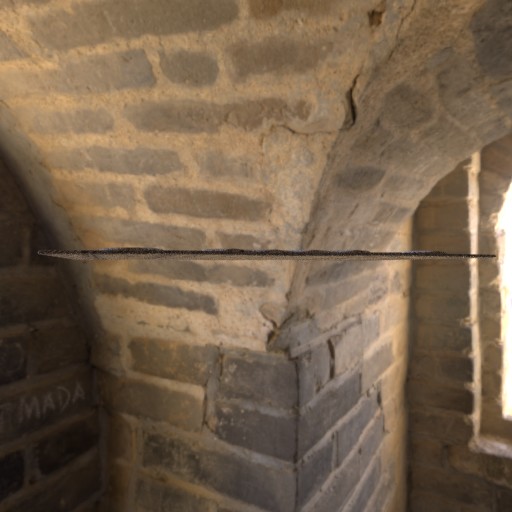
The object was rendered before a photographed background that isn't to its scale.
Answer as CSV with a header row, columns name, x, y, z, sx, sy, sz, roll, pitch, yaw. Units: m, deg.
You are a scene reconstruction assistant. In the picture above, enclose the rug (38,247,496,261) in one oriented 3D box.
name,x,y,z,sx,sy,sz,roll,pitch,yaw
rug,0.000,0.000,2.243,1.823,0.030,1.222,0,-1,-18
